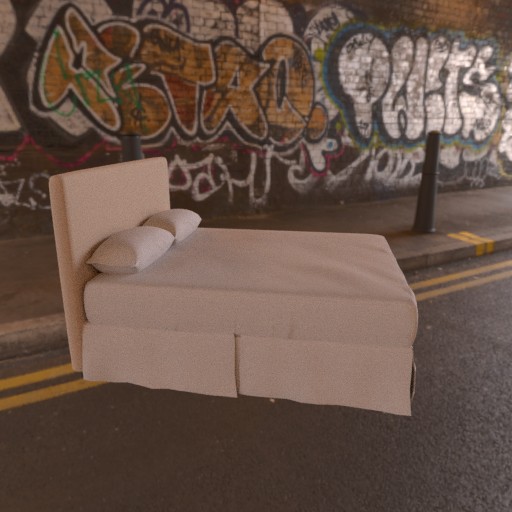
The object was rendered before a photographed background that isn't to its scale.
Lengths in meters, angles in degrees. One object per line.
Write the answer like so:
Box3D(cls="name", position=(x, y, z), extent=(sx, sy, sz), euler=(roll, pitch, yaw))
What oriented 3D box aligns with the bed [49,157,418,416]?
Box3D(cls="bed", position=(0.000, 0.000, 3.290), extent=(2.142, 1.330, 1.748), euler=(3, 16, 9))
